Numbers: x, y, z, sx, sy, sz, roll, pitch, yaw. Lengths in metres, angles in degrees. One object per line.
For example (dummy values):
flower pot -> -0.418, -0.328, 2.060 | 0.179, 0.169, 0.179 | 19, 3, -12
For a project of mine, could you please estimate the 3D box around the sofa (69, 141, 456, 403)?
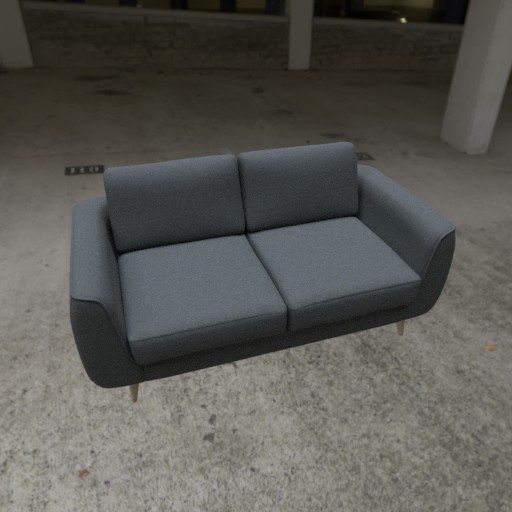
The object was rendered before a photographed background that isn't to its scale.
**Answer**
sofa -> 0.000, 0.000, 2.220 | 1.700, 0.850, 0.920 | -10, 34, -15
